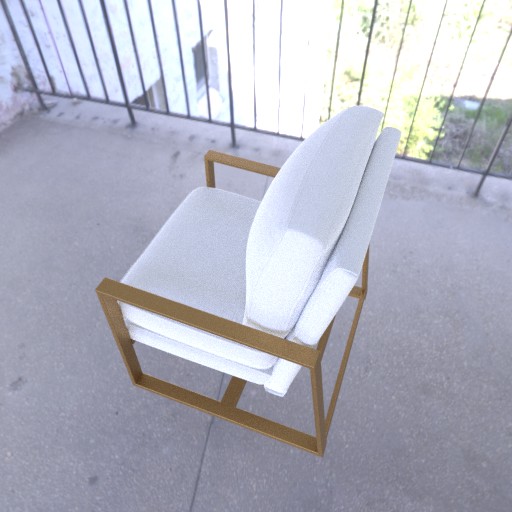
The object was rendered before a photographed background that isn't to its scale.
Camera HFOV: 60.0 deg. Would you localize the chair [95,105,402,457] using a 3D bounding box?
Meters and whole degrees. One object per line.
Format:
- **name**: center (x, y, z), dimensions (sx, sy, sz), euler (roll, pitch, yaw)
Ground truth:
- **chair**: center (0.000, 0.000, 1.568), dimensions (0.813, 0.966, 0.805), euler (15, 48, 14)
